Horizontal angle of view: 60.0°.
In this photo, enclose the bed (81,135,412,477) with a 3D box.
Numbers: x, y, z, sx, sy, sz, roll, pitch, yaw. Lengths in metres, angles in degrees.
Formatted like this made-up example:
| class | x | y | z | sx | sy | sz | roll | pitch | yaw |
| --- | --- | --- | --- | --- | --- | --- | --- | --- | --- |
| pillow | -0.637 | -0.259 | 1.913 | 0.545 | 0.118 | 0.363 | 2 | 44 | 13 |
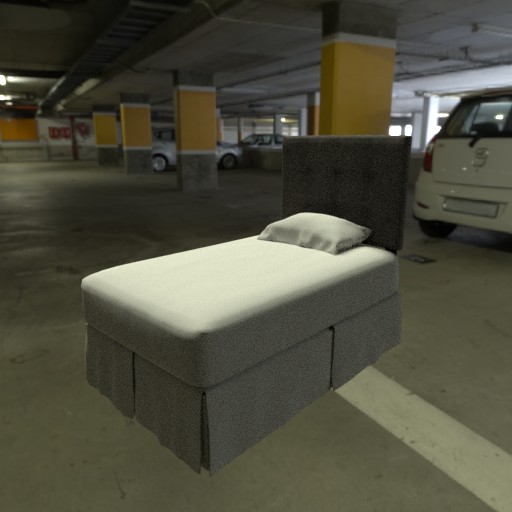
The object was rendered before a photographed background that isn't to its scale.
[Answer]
| class | x | y | z | sx | sy | sz | roll | pitch | yaw |
| --- | --- | --- | --- | --- | --- | --- | --- | --- | --- |
| bed | 0.000 | 0.000 | 2.964 | 1.261 | 1.571 | 1.997 | 14 | 20 | 42 |
